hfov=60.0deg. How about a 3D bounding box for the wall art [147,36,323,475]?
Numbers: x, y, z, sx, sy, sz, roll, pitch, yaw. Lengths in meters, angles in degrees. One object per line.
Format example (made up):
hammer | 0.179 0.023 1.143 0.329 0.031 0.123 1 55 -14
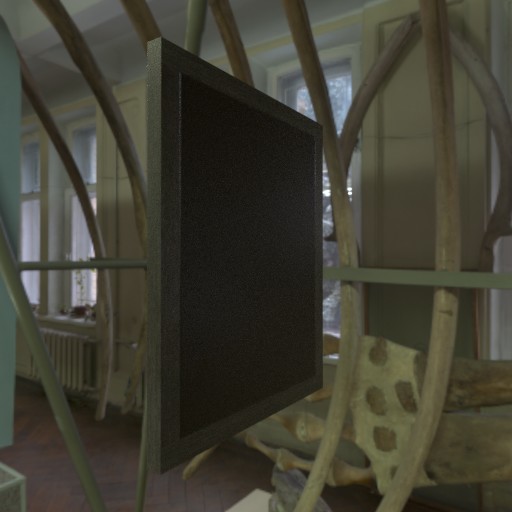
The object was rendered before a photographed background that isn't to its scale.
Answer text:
wall art | 0.000 0.000 0.790 0.027 0.580 0.479 0 0 35
